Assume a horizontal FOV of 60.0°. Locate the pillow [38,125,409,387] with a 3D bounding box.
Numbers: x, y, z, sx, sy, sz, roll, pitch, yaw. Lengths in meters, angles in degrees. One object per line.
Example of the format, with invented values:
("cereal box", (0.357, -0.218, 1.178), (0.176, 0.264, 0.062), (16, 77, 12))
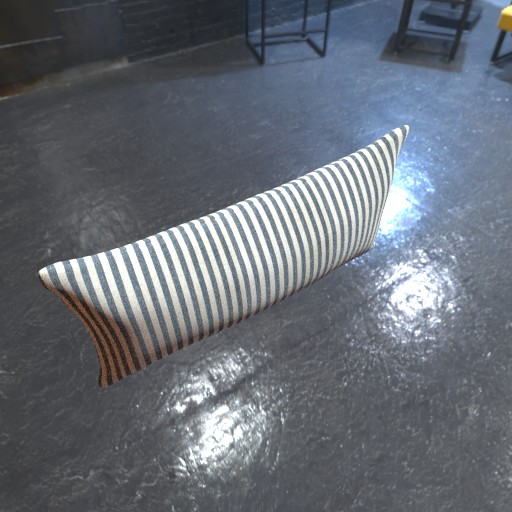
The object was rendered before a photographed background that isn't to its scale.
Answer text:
("pillow", (0.000, 0.000, 0.744), (0.617, 0.295, 0.151), (-25, 52, -22))
